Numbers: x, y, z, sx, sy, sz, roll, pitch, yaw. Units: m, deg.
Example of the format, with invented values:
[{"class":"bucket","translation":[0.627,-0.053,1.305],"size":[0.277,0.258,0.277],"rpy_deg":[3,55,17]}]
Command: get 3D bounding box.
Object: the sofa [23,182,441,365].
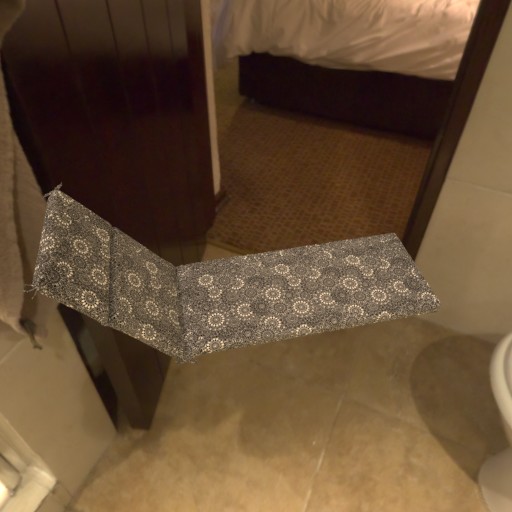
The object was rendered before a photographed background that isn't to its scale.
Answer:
[{"class":"sofa","translation":[0.000,0.000,1.936],"size":[1.663,0.622,0.582],"rpy_deg":[-9,46,-9]}]
